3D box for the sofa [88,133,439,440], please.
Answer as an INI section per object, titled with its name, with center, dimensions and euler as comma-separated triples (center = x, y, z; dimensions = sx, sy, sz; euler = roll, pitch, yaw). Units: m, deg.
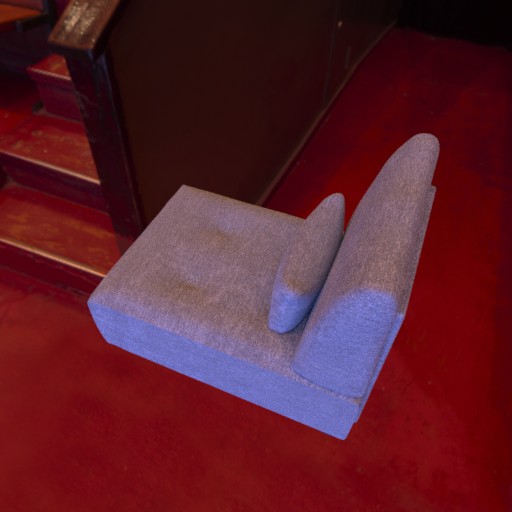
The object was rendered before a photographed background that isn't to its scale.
[sofa]
center = 0.000, 0.000, 1.553
dimensions = 1.000, 0.820, 0.700
euler = 18, 51, 15
